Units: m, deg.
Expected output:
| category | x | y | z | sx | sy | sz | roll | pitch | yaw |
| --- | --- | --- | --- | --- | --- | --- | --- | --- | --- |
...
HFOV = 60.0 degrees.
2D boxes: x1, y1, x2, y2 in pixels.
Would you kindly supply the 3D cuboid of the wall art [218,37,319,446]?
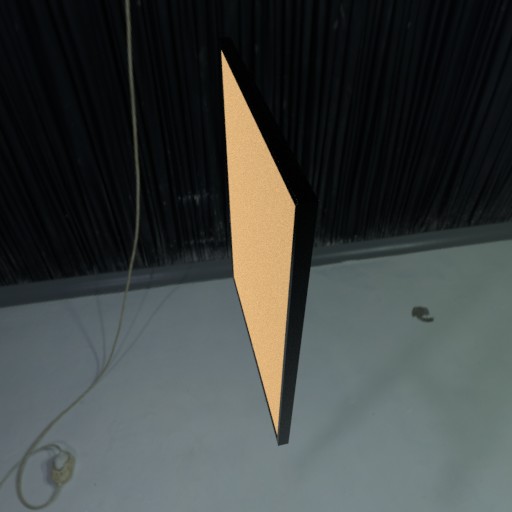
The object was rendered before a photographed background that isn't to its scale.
| category | x | y | z | sx | sy | sz | roll | pitch | yaw |
| --- | --- | --- | --- | --- | --- | --- | --- | --- | --- |
| wall art | 0.000 | 0.000 | 1.425 | 0.040 | 1.062 | 0.805 | -10 | 46 | -9 |
